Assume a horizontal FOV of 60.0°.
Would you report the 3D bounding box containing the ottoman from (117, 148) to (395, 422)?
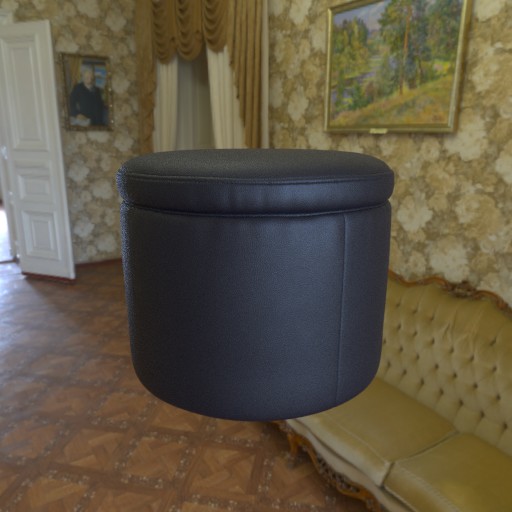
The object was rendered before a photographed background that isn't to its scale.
[{"bbox_3d":[0.000,0.000,0.871,0.501,0.409,0.501,0,15,0],"label":"ottoman"}]
